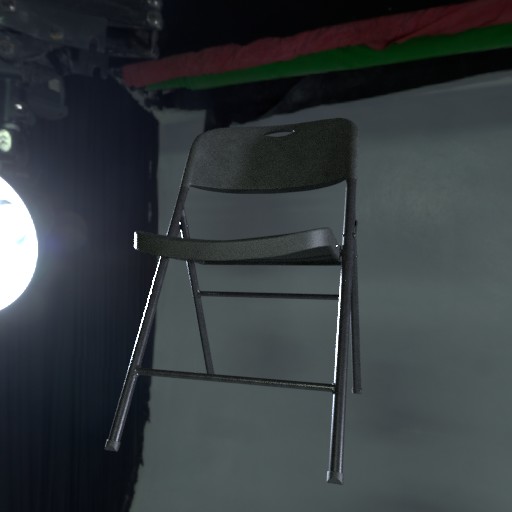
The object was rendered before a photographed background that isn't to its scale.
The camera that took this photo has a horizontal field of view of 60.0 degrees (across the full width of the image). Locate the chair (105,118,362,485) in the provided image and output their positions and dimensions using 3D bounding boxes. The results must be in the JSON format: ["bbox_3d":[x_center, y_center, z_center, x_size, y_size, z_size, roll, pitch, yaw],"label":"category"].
[{"bbox_3d":[0.000,0.000,1.118,0.494,0.810,0.566,0,0,17],"label":"chair"}]
